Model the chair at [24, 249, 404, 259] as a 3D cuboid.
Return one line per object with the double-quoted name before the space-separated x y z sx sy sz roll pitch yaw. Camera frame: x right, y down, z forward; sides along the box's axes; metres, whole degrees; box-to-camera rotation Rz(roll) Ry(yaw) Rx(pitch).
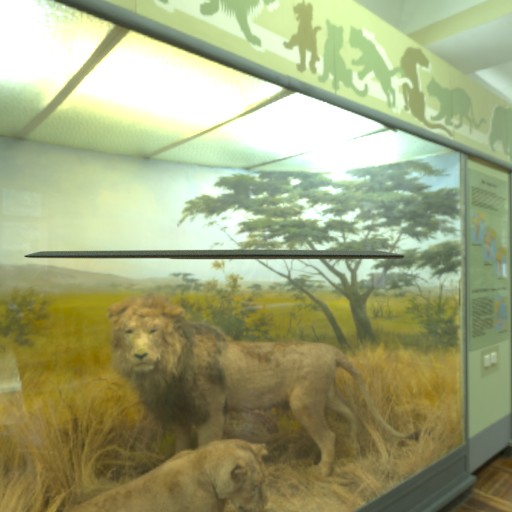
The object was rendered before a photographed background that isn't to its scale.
"chair" 0.000 0.000 1.926 1.219 0.024 1.372 0 -1 18
